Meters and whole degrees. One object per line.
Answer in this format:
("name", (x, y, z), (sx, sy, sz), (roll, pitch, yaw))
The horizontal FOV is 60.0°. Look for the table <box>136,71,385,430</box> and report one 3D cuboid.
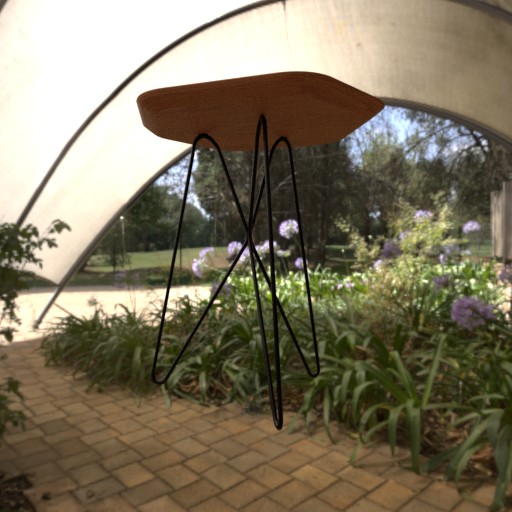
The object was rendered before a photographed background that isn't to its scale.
("table", (0.000, 0.000, 0.895), (0.500, 0.562, 0.400), (0, 0, 18))
